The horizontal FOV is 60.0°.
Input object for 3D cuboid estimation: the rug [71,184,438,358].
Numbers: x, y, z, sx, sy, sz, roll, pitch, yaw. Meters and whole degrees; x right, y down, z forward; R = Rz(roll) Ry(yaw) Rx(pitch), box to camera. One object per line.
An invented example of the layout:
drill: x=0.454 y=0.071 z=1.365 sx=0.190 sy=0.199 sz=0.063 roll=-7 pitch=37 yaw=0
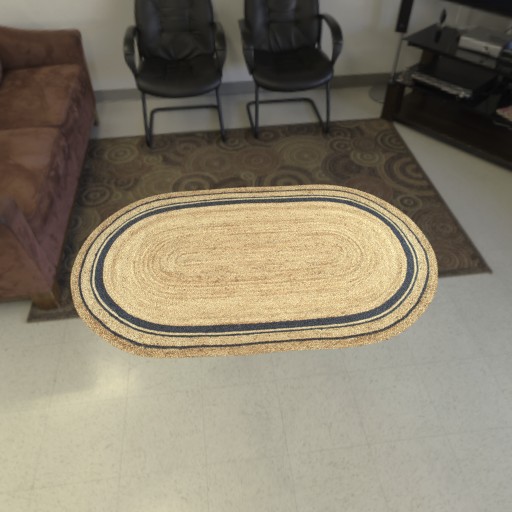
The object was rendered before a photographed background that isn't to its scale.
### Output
rug: x=0.000 y=0.000 z=3.005 sx=2.432 sy=0.006 sz=1.520 roll=-3 pitch=46 yaw=-3
